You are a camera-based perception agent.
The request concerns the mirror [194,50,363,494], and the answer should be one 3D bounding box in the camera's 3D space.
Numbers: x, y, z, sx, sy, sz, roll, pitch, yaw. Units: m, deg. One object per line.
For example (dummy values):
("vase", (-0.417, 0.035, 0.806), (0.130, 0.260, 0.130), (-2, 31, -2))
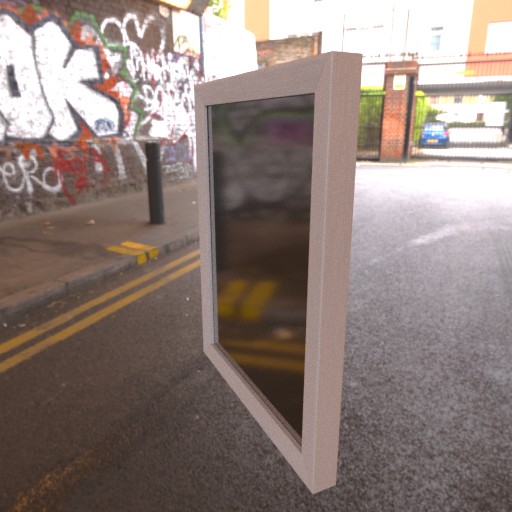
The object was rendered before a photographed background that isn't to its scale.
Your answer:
("mirror", (0.000, 0.000, 0.664), (0.041, 0.508, 0.405), (-8, 18, -25))
